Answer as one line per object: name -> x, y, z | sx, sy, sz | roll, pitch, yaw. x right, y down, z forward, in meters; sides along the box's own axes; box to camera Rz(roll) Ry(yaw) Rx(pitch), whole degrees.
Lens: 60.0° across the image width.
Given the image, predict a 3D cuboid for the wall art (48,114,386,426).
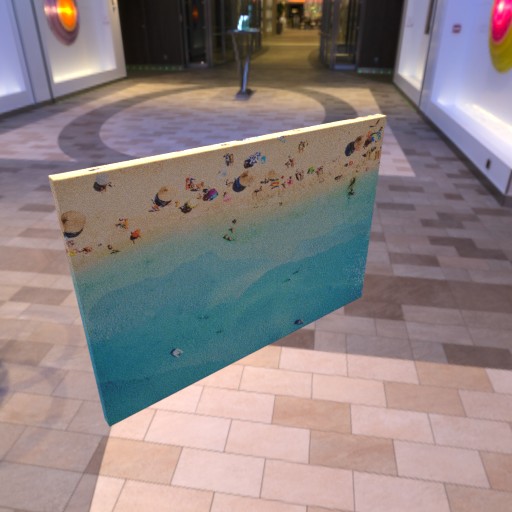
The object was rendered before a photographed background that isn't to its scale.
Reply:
wall art -> 0.000, 0.000, 1.458 | 1.136, 0.769, 0.040 | -20, 35, -32
